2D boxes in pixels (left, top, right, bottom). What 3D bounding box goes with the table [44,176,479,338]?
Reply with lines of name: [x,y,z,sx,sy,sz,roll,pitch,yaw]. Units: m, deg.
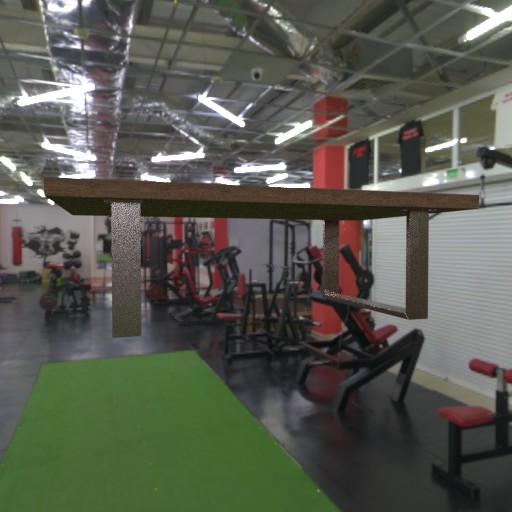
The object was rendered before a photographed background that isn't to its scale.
table: [0.000,0.000,1.737,1.400,0.440,0.800,0,2,-18]
